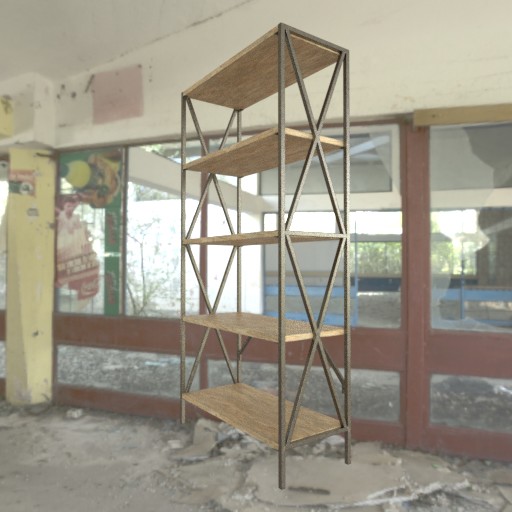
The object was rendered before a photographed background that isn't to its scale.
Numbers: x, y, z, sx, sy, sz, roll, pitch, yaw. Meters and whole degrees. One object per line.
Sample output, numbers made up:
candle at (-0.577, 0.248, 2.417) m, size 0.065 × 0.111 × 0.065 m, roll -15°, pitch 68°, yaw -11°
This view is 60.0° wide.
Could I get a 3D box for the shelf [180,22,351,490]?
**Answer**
shelf at (0.000, 0.000, 2.177) m, size 0.386 × 1.803 × 0.874 m, roll 1°, pitch -1°, yaw -36°
